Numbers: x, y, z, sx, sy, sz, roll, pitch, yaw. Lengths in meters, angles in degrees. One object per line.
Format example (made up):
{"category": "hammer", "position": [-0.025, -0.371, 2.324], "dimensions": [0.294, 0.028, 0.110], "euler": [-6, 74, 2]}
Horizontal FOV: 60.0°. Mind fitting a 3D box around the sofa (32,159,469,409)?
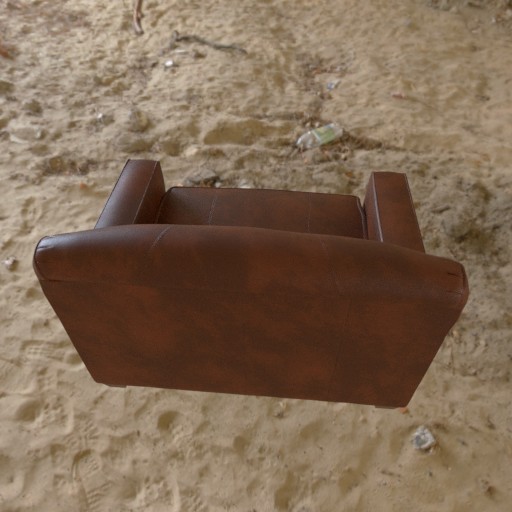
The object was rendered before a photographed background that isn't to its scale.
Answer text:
{"category": "sofa", "position": [0.000, 0.000, 1.983], "dimensions": [1.413, 0.956, 1.000], "euler": [4, 47, 3]}
